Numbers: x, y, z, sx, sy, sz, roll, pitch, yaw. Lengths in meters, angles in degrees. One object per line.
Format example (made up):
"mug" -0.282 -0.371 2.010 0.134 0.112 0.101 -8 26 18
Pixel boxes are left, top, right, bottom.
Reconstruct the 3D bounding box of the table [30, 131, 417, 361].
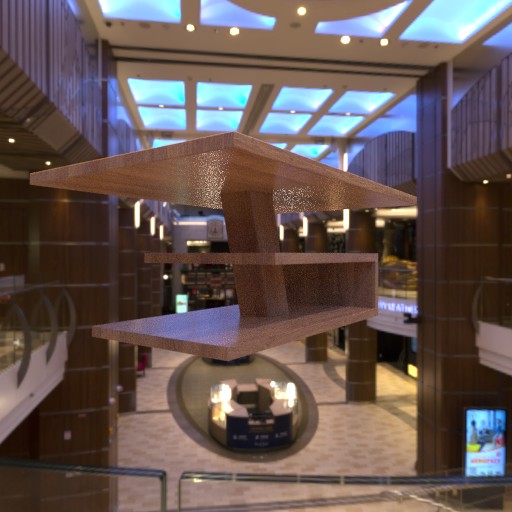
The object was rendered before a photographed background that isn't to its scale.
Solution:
"table" 0.000 0.000 1.428 0.700 0.442 1.100 0 0 36
